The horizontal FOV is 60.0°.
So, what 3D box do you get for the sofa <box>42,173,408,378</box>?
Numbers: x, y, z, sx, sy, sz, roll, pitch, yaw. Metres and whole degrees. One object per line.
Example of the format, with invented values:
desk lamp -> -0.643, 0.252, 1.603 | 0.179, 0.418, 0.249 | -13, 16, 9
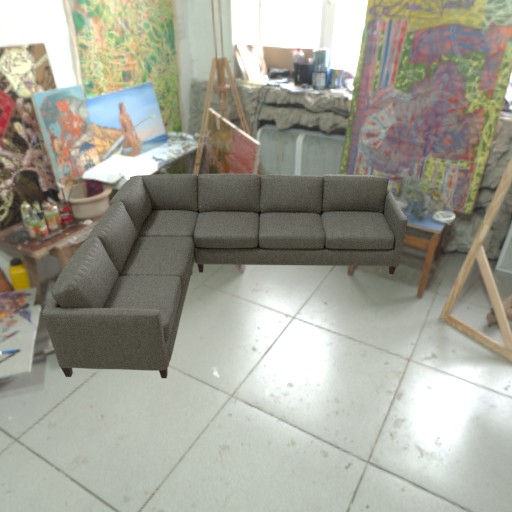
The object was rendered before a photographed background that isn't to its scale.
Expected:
sofa -> 0.000, 0.000, 4.583 | 3.302, 0.947, 2.593 | 1, 32, 1
